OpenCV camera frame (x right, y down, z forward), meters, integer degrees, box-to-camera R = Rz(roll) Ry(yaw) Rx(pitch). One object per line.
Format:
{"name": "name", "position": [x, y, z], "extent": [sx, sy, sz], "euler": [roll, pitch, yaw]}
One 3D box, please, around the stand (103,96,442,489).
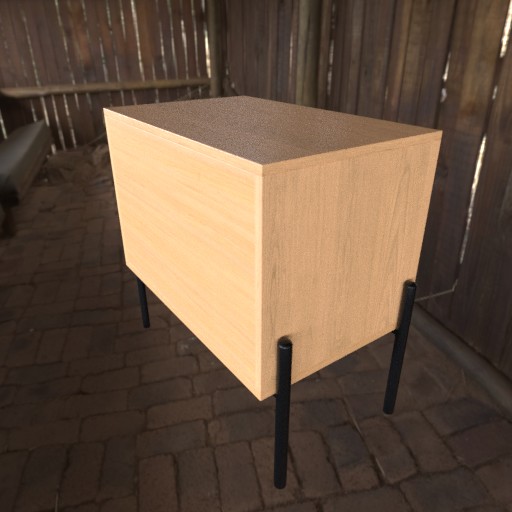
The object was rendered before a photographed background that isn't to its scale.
{"name": "stand", "position": [0.000, 0.000, 0.991], "extent": [0.400, 0.600, 0.630], "euler": [-18, 32, -31]}
